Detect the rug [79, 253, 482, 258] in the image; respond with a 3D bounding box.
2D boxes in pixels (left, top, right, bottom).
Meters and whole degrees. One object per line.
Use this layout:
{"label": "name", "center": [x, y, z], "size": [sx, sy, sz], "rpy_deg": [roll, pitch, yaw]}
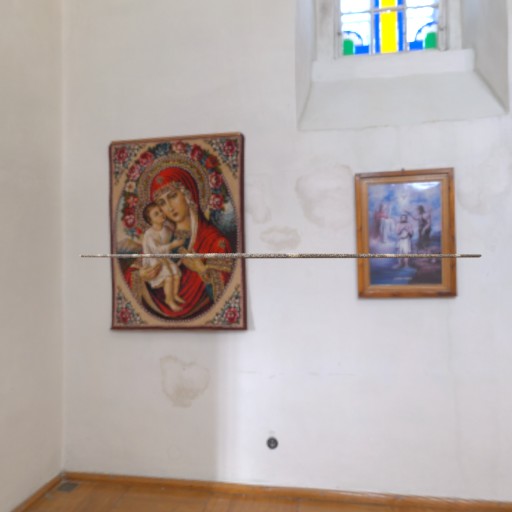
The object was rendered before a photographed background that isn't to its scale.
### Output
{"label": "rug", "center": [0.000, 0.000, 4.113], "size": [2.399, 0.026, 3.000], "rpy_deg": [0, 0, -36]}
